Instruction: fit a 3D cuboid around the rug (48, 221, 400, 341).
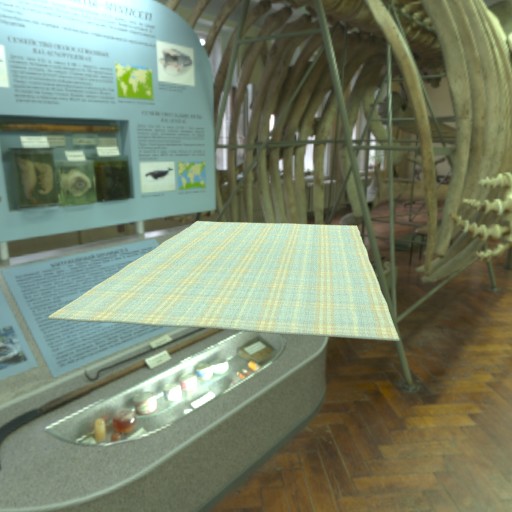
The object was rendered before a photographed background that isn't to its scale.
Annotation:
[{"bbox_3d":[0.000,0.000,3.064,1.545,0.016,2.460,2,15,8],"label":"rug"}]
